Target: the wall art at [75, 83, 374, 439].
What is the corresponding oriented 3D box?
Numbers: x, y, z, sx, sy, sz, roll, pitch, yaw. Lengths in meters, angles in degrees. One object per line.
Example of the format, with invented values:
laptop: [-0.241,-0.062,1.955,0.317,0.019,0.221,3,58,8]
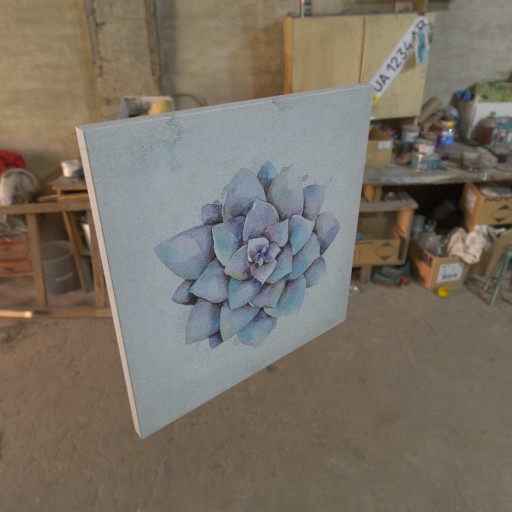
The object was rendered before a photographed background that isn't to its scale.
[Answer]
wall art: [0.000,0.000,1.135,0.762,0.762,0.038,-22,36,-33]
